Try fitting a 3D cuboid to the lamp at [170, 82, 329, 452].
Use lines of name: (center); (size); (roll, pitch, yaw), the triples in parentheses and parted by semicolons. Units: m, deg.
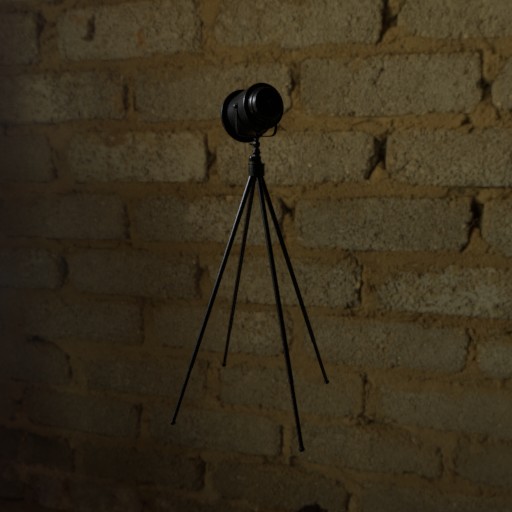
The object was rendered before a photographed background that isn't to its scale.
lamp: (0.000, 0.000, 2.063); (0.879, 1.504, 0.884); (-6, 14, -26)
